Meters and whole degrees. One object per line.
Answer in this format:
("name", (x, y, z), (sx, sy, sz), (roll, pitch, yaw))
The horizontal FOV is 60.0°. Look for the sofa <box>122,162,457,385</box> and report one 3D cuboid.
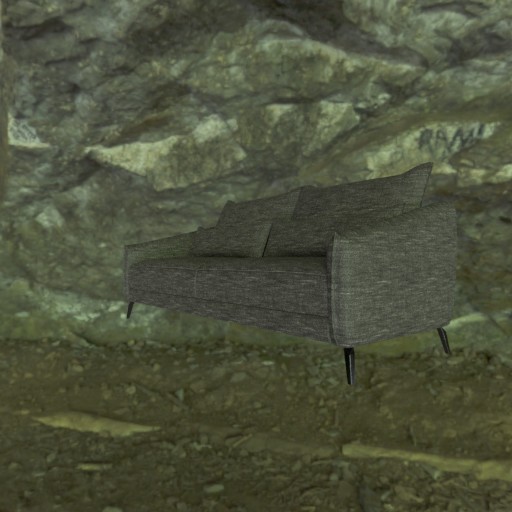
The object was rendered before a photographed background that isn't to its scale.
("sofa", (0.000, 0.000, 2.440), (0.807, 0.843, 2.019), (0, 0, -37))
